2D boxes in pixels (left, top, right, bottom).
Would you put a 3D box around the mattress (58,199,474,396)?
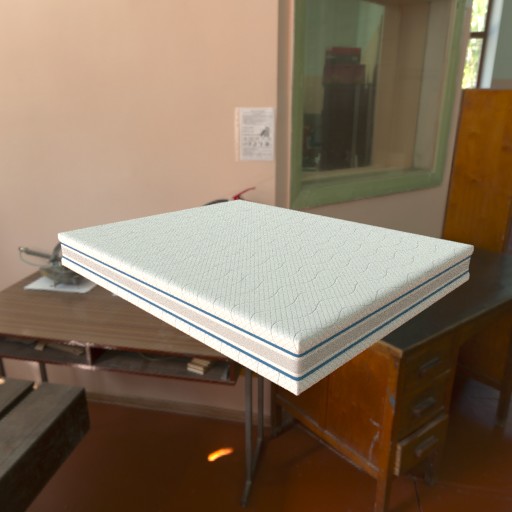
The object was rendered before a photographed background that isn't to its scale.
[{"bbox_3d":[0.000,0.000,2.741,2.000,0.230,1.600,17,25,42],"label":"mattress"}]
